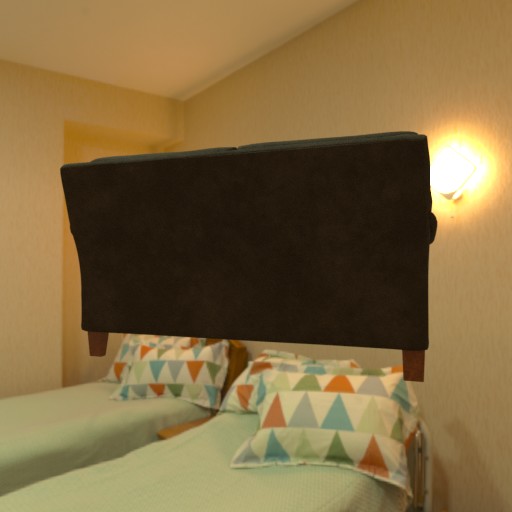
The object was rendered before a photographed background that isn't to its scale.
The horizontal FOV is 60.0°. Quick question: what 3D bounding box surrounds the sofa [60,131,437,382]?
[{"bbox_3d":[0.000,0.000,2.491,1.853,1.101,1.084,0,-1,18],"label":"sofa"}]
